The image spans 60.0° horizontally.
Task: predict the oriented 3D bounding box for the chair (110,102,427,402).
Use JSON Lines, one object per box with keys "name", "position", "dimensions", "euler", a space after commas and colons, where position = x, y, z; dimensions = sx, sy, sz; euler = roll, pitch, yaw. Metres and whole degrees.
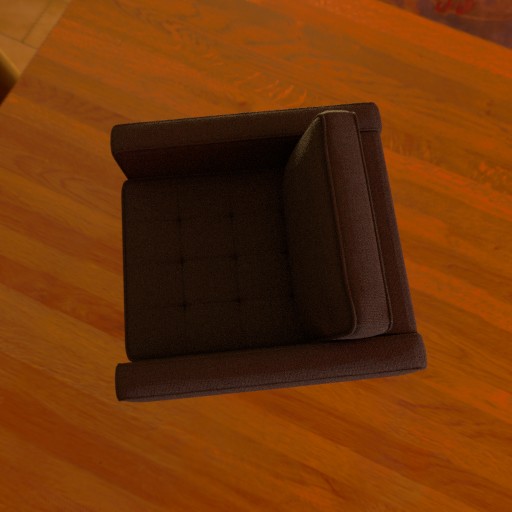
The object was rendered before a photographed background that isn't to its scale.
{"name": "chair", "position": [0.000, 0.000, 1.560], "dimensions": [0.919, 0.770, 0.899], "euler": [-6, 75, -1]}
